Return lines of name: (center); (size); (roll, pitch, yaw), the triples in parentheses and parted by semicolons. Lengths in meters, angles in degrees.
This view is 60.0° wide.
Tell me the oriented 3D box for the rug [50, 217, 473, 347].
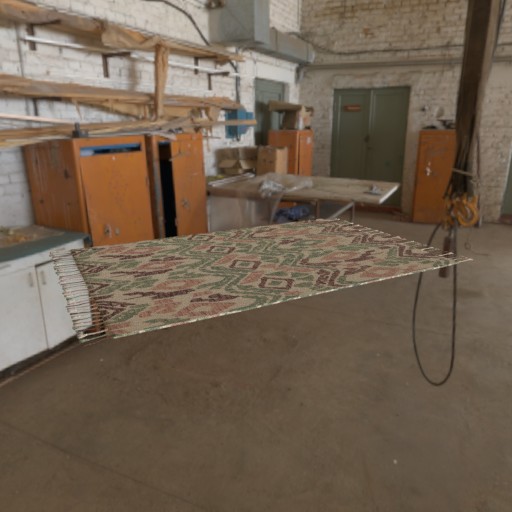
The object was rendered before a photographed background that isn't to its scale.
rug: (0.000, 0.000, 2.966); (2.438, 0.011, 1.524); (-9, 19, -27)
